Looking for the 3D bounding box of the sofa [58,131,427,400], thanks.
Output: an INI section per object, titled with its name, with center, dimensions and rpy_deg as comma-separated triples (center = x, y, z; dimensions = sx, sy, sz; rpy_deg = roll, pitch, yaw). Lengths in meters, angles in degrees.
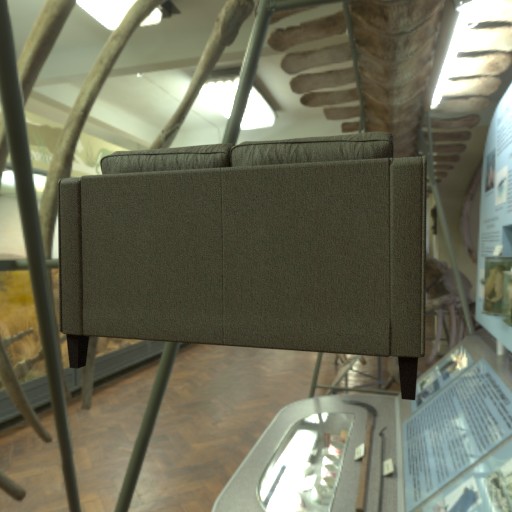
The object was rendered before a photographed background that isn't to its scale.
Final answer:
[sofa]
center = 0.000, 0.000, 2.166
dimensions = 1.503, 0.981, 0.985
rpy_deg = 0, 0, 17
